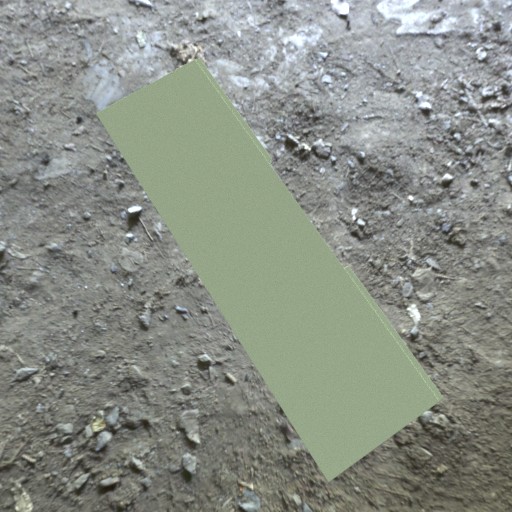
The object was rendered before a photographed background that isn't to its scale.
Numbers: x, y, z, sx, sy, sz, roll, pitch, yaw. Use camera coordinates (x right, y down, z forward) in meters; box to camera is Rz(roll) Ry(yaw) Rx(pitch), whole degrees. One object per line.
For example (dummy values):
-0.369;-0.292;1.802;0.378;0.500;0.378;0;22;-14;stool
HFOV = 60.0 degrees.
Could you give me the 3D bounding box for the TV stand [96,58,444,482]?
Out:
0.000;0.000;1.578;0.420;0.310;1.400;-32;78;-8;TV stand
